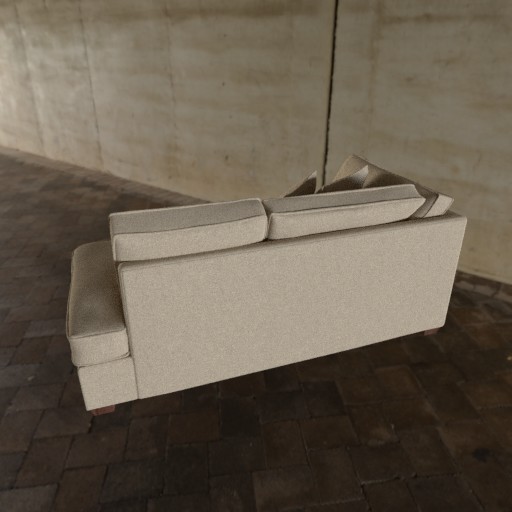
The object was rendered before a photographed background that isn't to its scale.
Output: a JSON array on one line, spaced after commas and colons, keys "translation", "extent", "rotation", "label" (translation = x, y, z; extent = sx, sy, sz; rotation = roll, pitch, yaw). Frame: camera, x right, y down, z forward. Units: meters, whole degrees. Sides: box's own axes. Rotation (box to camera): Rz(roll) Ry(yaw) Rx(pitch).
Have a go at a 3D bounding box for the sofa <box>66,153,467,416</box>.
[{"translation": [0.000, 0.000, 2.814], "extent": [2.237, 1.033, 1.110], "rotation": [-9, 27, -18], "label": "sofa"}]
